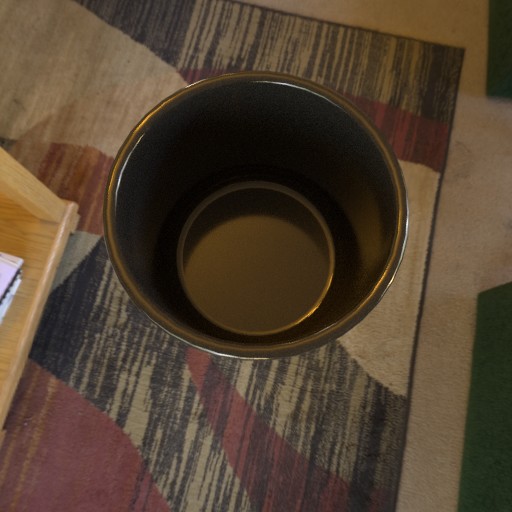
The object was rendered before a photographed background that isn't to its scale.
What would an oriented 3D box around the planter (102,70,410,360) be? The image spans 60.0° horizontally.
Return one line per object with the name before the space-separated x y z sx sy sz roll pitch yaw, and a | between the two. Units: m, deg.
planter | 0.000 0.000 0.530 0.251 0.355 0.251 -5 76 -1
